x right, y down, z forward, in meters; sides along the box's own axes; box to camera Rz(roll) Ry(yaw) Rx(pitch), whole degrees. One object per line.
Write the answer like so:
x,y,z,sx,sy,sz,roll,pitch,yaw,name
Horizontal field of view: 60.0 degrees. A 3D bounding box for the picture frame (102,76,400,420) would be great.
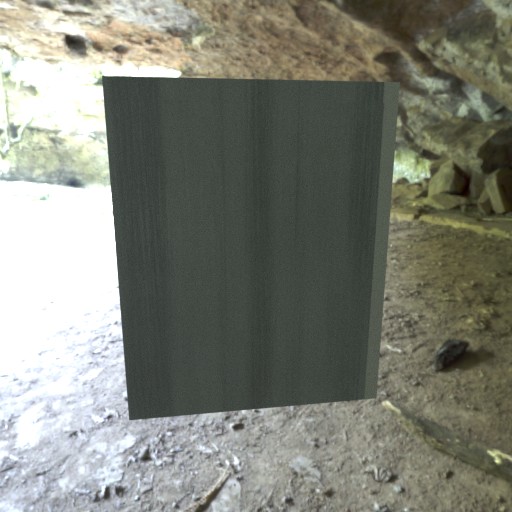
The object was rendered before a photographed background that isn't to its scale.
0.000,0.000,0.751,0.449,0.555,0.046,-2,14,-8,picture frame
